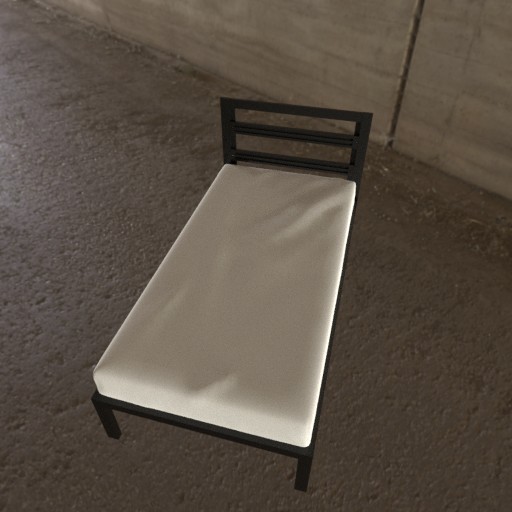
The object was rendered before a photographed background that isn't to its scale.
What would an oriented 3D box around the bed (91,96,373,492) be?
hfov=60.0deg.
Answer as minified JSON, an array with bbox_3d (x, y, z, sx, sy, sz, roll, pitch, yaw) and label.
[{"bbox_3d":[0.000,0.000,2.471,0.991,0.967,1.930,10,42,11],"label":"bed"}]
